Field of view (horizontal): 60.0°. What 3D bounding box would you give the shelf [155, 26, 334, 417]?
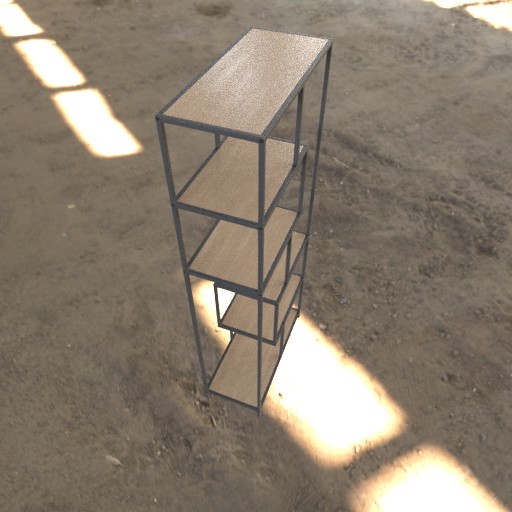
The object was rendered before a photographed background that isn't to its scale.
[{"bbox_3d":[0.000,0.000,2.201,0.350,1.850,0.770,16,49,14],"label":"shelf"}]
